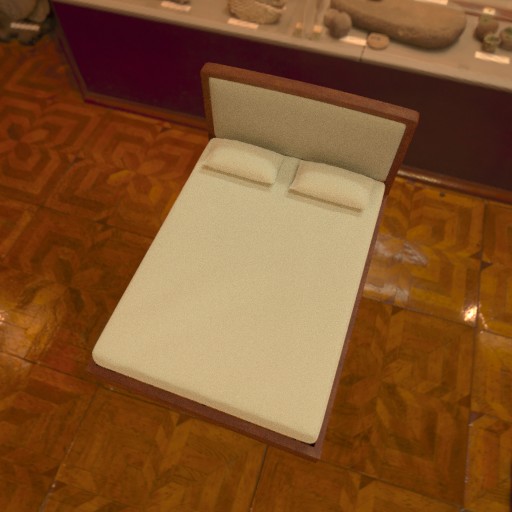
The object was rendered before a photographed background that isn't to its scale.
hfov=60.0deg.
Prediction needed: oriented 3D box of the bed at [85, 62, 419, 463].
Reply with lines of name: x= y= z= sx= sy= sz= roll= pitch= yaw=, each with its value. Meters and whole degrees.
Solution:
bed: x=0.000 y=0.000 z=3.141 sx=1.587 sy=1.275 sz=2.196 roll=17 pitch=61 yaw=10
